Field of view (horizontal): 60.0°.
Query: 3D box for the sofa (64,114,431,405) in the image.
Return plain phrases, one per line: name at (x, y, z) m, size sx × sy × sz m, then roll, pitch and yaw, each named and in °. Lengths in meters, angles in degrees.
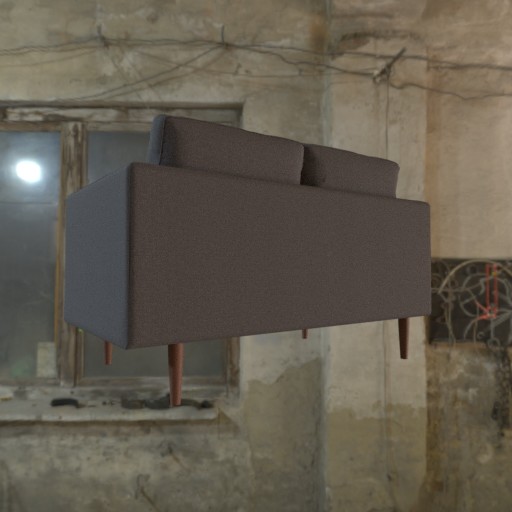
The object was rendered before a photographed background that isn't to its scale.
sofa at (0.000, 0.000, 1.940) m, size 1.430 × 0.908 × 0.796 m, roll 1°, pitch -1°, yaw -35°
